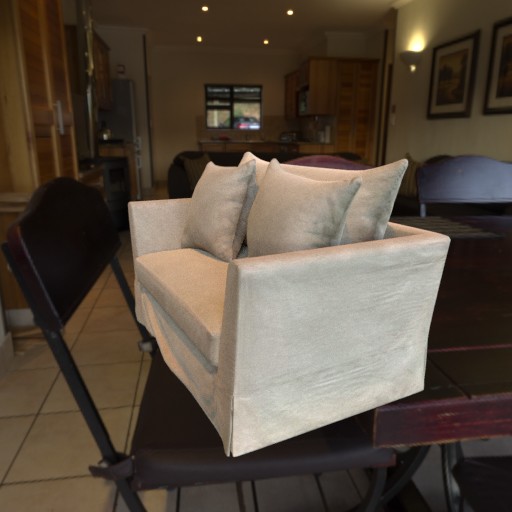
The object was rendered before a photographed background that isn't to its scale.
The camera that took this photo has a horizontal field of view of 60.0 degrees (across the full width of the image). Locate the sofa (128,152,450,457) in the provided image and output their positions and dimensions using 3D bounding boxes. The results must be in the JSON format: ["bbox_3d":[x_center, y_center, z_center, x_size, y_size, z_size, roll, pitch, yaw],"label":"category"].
[{"bbox_3d":[0.000,0.000,2.331,1.035,1.040,1.608,-8,17,-27],"label":"sofa"}]
